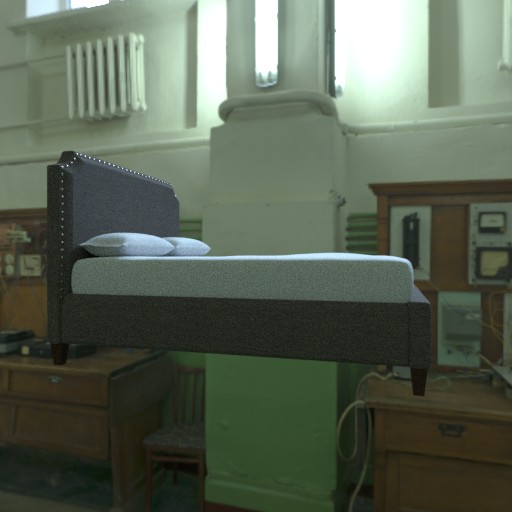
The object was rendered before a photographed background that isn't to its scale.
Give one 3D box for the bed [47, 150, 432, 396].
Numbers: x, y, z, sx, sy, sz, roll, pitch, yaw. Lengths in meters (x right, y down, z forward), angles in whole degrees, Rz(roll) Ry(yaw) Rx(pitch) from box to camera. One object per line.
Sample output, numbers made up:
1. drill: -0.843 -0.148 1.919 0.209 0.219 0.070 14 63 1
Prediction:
1. bed: 0.000 0.000 3.399 2.381 1.457 1.713 0 0 17
